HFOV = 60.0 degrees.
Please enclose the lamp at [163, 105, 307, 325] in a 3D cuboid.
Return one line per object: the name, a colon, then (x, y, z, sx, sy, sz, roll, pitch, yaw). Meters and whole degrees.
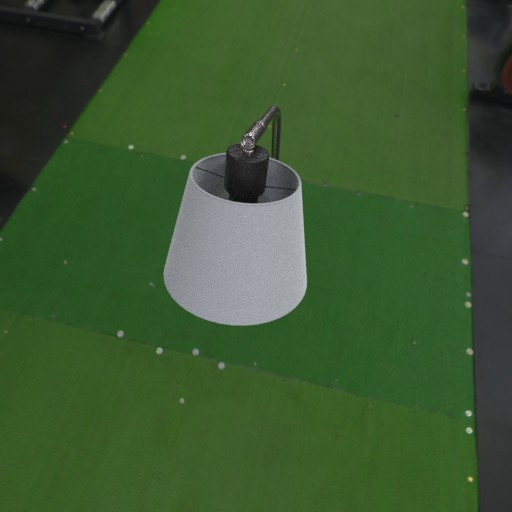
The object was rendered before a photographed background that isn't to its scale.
lamp: (0.000, 0.000, 0.690, 0.181, 0.539, 0.348, 14, 59, 9)
